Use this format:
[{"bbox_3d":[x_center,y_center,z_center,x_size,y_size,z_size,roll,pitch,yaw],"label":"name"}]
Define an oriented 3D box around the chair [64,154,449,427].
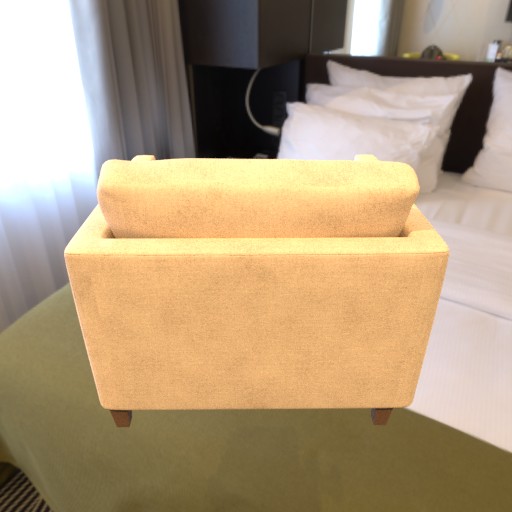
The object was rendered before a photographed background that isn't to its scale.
[{"bbox_3d":[0.000,0.000,1.790,1.133,0.961,0.959,0,30,0],"label":"chair"}]
